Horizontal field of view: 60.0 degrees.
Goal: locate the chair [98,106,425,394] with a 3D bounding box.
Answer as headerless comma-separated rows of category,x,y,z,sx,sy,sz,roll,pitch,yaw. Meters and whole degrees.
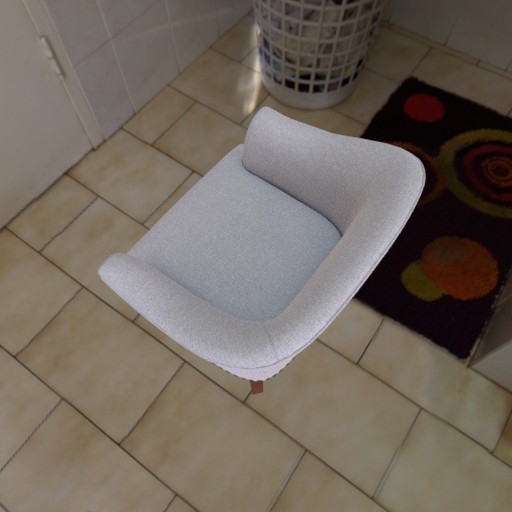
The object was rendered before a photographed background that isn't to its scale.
chair,0.000,0.000,1.446,0.704,0.815,0.798,34,68,16
